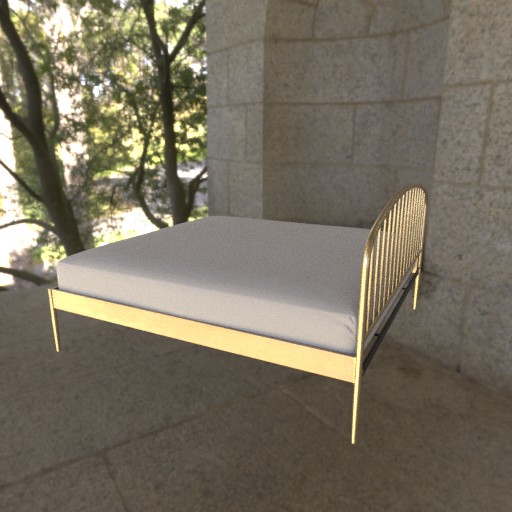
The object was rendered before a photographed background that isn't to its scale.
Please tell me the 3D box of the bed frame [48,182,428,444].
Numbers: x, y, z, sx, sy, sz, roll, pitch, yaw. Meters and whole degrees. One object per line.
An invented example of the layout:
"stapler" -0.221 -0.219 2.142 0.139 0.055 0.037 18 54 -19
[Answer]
"bed frame" 0.000 0.000 3.363 2.152 1.174 2.016 8 17 26
